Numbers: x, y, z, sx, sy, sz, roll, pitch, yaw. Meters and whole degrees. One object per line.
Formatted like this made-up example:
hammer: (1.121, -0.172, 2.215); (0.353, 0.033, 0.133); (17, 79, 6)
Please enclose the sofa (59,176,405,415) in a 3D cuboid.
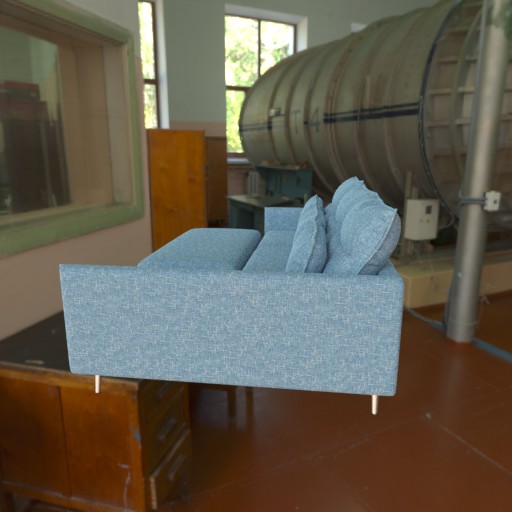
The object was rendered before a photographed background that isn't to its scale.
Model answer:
sofa: (0.000, 0.000, 2.781); (1.420, 0.899, 2.034); (2, 14, 8)
